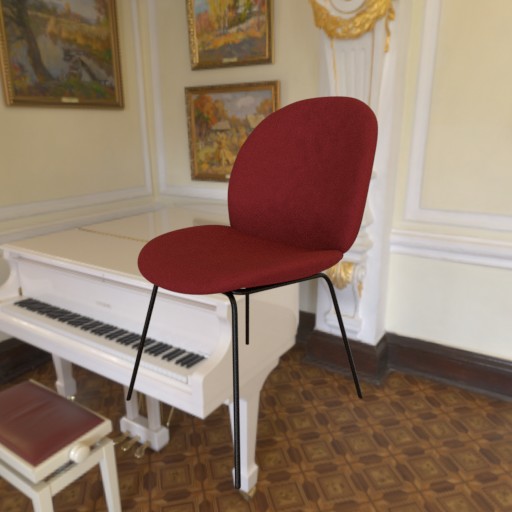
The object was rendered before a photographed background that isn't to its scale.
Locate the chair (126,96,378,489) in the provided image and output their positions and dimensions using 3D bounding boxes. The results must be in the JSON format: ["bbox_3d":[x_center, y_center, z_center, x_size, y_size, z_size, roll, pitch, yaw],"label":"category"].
[{"bbox_3d":[0.000,0.000,1.130,0.458,0.791,0.587,15,22,42],"label":"chair"}]
